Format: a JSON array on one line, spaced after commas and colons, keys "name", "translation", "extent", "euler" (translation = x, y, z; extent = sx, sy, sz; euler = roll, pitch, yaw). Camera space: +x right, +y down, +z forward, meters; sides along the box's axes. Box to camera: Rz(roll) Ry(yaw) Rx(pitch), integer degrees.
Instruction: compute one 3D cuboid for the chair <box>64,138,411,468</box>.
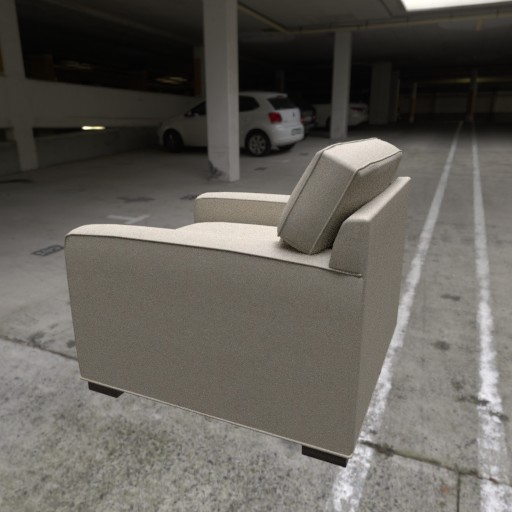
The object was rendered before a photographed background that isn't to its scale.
[{"name": "chair", "translation": [0.000, 0.000, 1.782], "extent": [1.043, 0.913, 0.998], "euler": [7, 18, 23]}]
